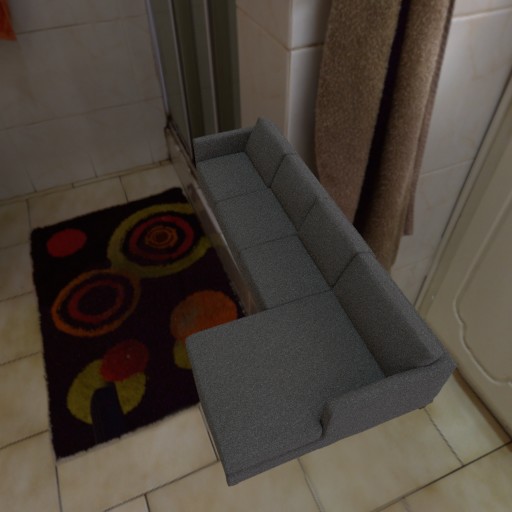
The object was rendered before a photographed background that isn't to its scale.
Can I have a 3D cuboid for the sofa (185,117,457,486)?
[{"bbox_3d":[0.000,0.000,3.867,1.625,0.846,3.186,-16,50,-14],"label":"sofa"}]
